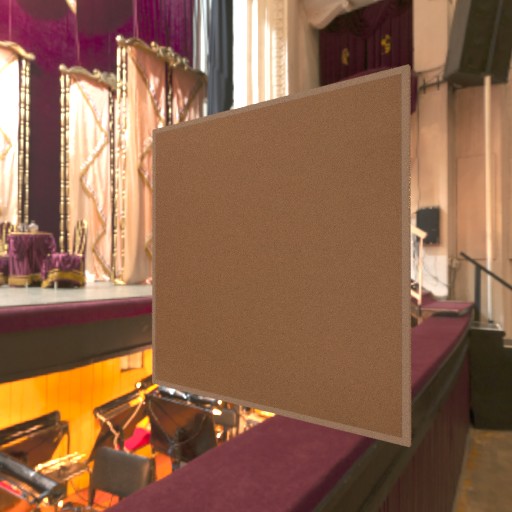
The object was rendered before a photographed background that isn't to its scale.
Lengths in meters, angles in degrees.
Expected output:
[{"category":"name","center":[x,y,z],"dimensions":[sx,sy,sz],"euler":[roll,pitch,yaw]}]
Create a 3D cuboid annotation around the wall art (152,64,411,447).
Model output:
[{"category":"wall art","center":[0.000,0.000,1.180],"dimensions":[0.809,0.809,0.012],"euler":[0,0,36]}]
